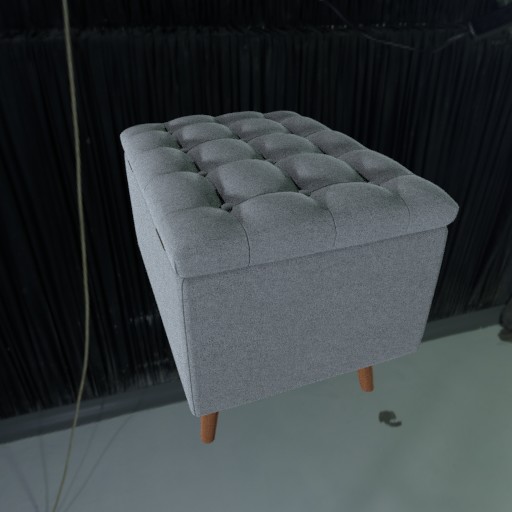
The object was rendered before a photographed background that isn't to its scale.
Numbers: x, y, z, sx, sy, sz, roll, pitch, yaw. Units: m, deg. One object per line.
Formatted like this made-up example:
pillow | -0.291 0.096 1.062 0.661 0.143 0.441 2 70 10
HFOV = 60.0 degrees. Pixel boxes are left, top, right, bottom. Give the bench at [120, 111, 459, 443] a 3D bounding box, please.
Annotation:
bench | 0.000 0.000 0.893 0.417 0.469 0.572 -11 33 -18
